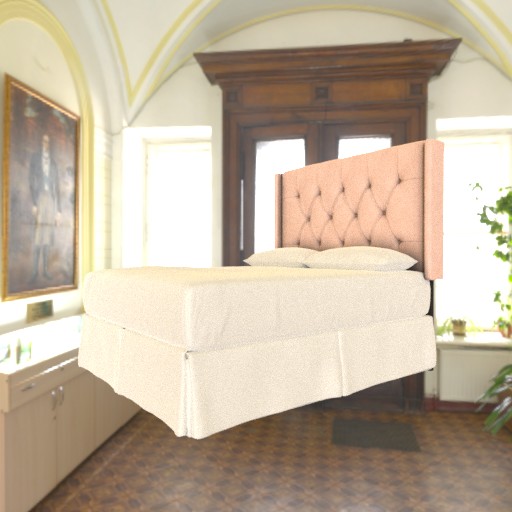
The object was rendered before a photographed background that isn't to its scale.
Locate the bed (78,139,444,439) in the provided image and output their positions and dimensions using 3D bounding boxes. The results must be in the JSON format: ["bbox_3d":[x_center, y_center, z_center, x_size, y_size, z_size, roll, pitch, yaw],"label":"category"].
[{"bbox_3d":[0.000,0.000,3.208,2.066,1.665,1.719,0,1,-37],"label":"bed"}]
